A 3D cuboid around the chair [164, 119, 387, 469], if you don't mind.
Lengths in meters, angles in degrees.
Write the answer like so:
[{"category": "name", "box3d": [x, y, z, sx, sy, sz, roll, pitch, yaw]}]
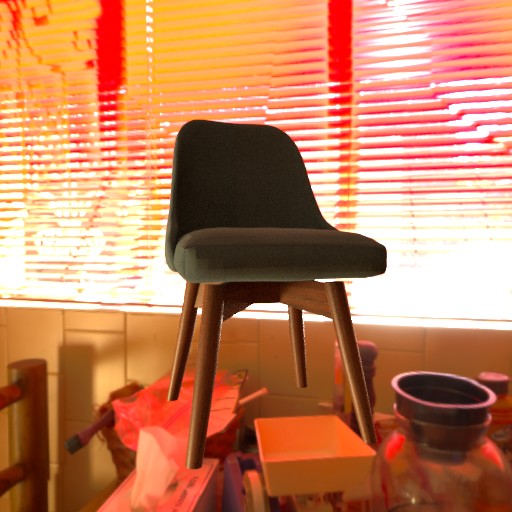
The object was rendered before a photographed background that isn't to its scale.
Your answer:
[{"category": "chair", "box3d": [0.000, 0.000, 1.228, 0.503, 0.882, 0.589, 0, 2, -17]}]
